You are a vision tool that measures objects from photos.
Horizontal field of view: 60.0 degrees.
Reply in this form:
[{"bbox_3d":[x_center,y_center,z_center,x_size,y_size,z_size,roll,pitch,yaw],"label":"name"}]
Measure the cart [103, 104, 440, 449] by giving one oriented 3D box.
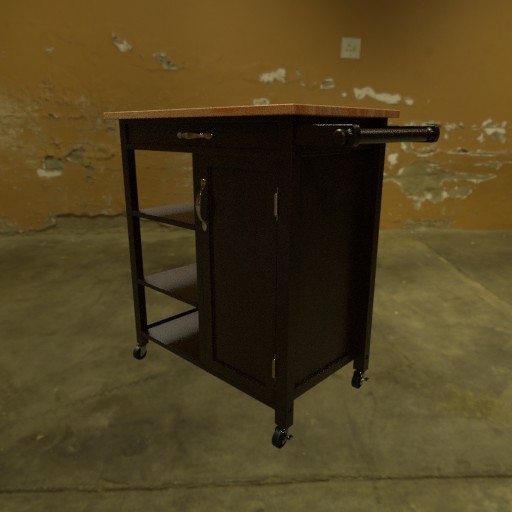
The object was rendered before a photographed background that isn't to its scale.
[{"bbox_3d":[0.000,0.000,1.414,0.914,0.878,0.472,15,22,42],"label":"cart"}]
